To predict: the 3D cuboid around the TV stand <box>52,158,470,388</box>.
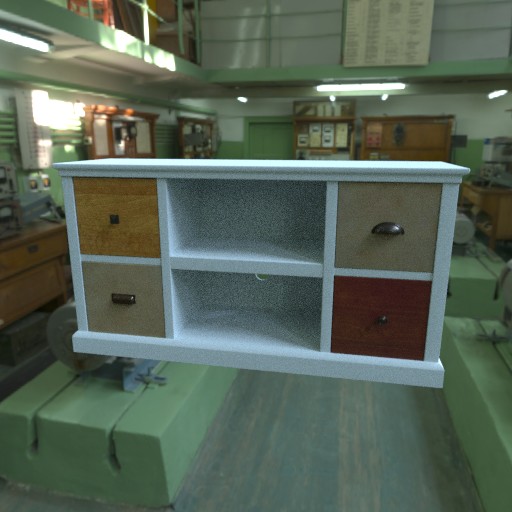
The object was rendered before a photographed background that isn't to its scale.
[{"bbox_3d":[0.000,0.000,1.504,1.187,0.624,0.424,3,15,11],"label":"TV stand"}]
